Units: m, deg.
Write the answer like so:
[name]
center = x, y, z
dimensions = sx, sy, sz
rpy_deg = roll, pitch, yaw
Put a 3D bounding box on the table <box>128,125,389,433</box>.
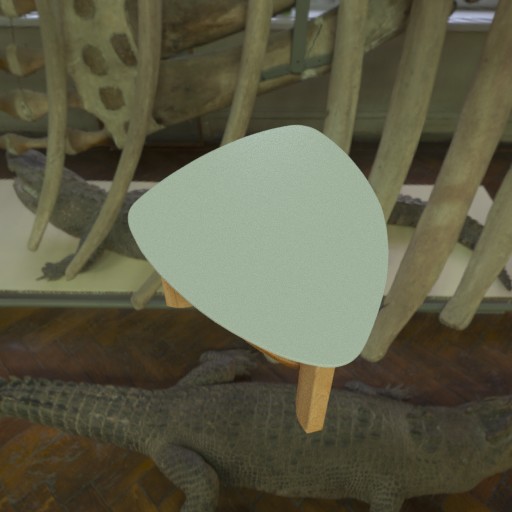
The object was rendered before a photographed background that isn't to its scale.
[table]
center = 0.000, 0.000, 1.647
dimensions = 0.850, 0.440, 1.250
rpy_deg = 0, 42, 0
